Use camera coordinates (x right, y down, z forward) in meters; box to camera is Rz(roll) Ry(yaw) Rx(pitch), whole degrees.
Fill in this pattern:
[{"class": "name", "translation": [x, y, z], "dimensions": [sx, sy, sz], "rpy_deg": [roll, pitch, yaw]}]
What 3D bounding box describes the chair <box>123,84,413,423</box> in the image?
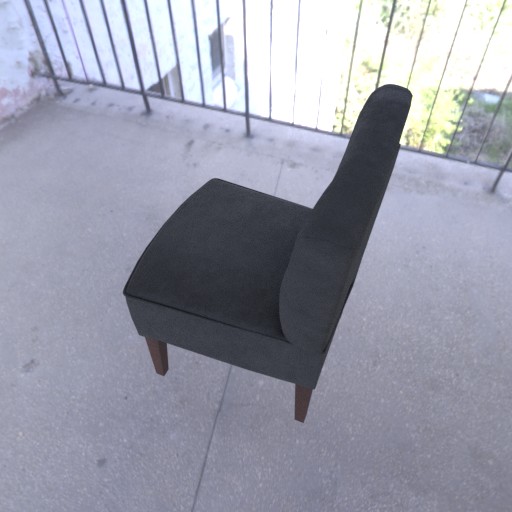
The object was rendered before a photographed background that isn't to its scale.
[{"class": "chair", "translation": [0.000, 0.000, 1.160], "dimensions": [0.554, 0.806, 0.521], "rpy_deg": [17, 50, 15]}]
